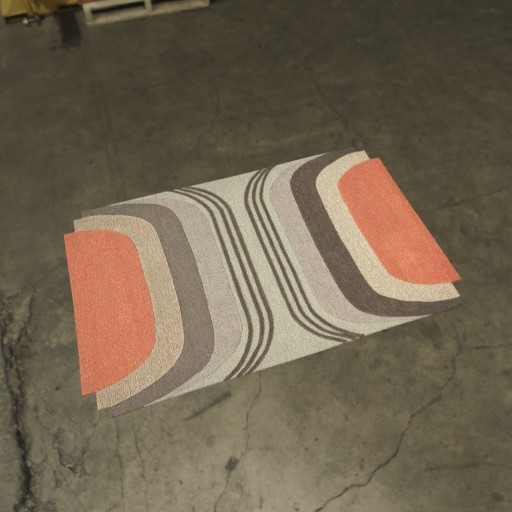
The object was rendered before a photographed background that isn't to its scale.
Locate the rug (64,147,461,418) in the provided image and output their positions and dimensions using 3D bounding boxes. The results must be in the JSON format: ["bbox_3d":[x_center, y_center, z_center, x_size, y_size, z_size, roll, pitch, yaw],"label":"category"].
[{"bbox_3d":[0.000,0.000,3.006,2.446,0.017,1.530,-15,58,-10],"label":"rug"}]
